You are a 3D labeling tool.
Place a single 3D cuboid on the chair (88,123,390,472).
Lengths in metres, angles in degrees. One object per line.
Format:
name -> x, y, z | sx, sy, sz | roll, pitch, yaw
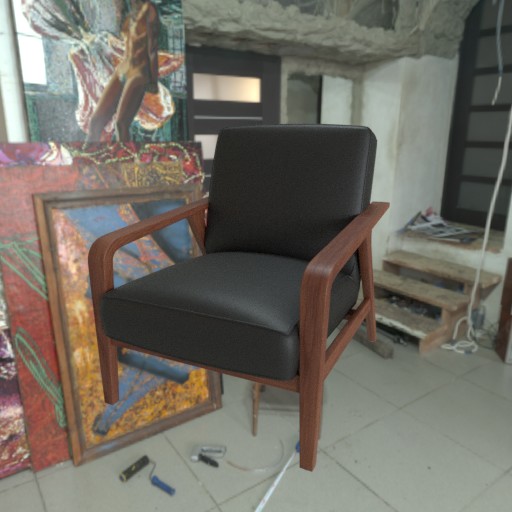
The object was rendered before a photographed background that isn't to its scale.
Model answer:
chair -> 0.000, 0.000, 1.486 | 0.719, 0.861, 0.889 | 7, 17, 25
